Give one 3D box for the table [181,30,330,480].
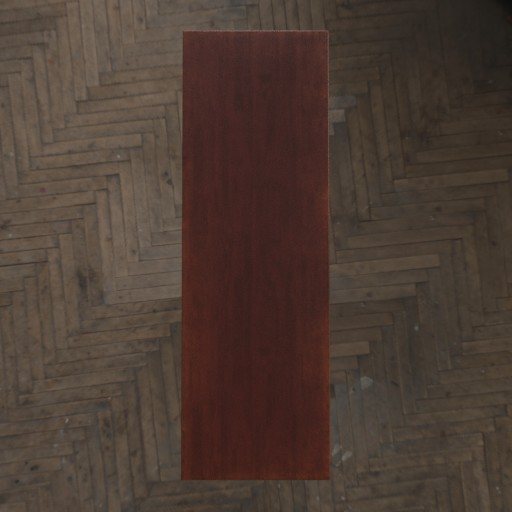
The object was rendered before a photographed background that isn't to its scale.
[{"bbox_3d":[0.000,0.000,1.537,0.392,0.739,1.188,0,89,0],"label":"table"}]
